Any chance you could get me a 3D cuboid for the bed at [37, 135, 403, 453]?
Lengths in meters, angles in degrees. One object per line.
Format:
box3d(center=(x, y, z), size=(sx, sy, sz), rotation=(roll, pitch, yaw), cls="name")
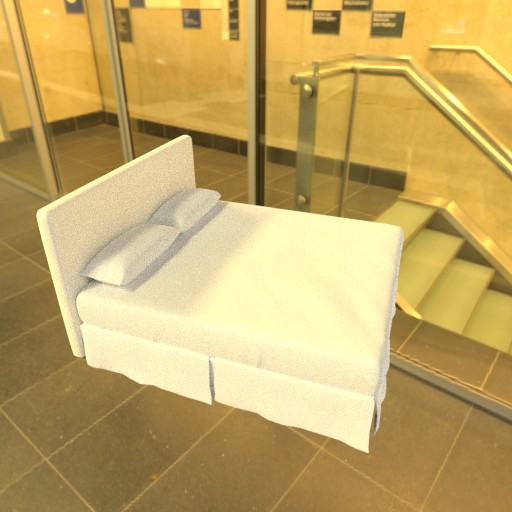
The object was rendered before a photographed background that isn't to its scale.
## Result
box3d(center=(0.000, 0.000, 3.638), size=(2.341, 1.317, 2.119), rotation=(10, 31, 17), cls="bed")
